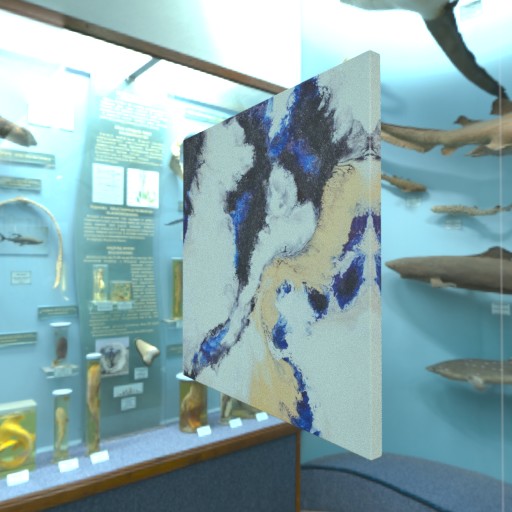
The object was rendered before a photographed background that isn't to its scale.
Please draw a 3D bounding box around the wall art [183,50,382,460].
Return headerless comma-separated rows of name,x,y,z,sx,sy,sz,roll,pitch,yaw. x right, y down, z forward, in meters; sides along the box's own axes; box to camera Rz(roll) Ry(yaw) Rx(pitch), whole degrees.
wall art,0.000,0.000,1.320,0.038,0.885,0.887,1,-1,-36
